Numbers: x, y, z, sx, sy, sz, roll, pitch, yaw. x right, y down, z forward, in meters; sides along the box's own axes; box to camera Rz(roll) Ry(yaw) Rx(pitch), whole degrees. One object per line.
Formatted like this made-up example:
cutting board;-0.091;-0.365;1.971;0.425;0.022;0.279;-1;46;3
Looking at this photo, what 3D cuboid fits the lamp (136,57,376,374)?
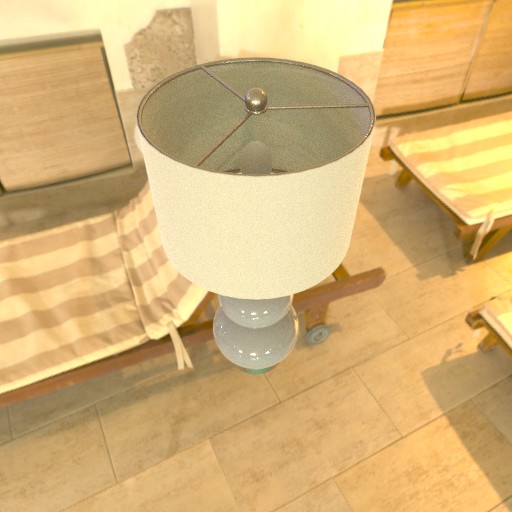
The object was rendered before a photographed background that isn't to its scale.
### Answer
lamp;0.000;0.000;0.933;0.367;0.730;0.367;-16;48;-15
